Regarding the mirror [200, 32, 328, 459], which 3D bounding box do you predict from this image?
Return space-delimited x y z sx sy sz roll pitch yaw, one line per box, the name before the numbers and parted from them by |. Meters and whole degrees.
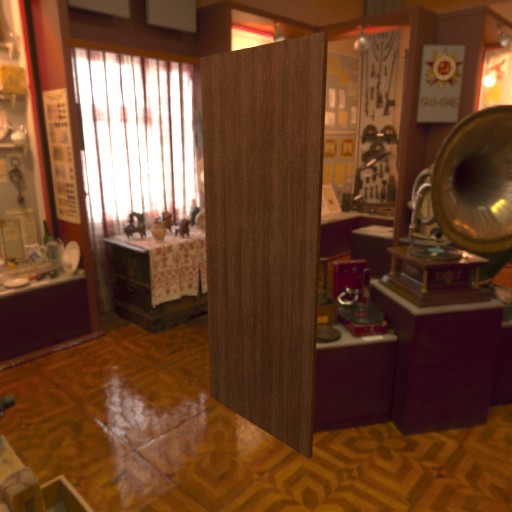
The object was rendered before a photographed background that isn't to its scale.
mirror | 0.000 0.000 2.340 0.025 2.032 0.812 -14 20 -43
